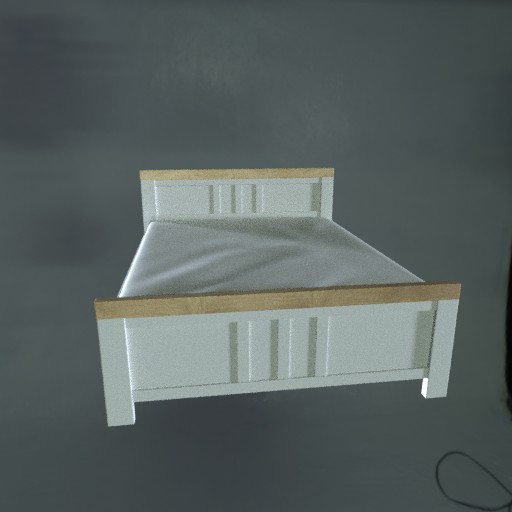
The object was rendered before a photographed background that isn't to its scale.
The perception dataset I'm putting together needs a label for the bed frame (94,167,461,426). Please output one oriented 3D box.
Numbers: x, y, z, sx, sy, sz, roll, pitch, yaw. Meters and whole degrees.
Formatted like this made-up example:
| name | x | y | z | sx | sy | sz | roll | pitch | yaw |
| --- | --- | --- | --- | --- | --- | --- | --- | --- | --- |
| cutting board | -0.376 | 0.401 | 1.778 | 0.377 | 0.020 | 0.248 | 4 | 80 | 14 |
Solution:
| name | x | y | z | sx | sy | sz | roll | pitch | yaw |
| --- | --- | --- | --- | --- | --- | --- | --- | --- | --- |
| bed frame | 0.000 | 0.000 | 2.987 | 1.670 | 0.980 | 2.050 | -2 | 16 | -8 |
